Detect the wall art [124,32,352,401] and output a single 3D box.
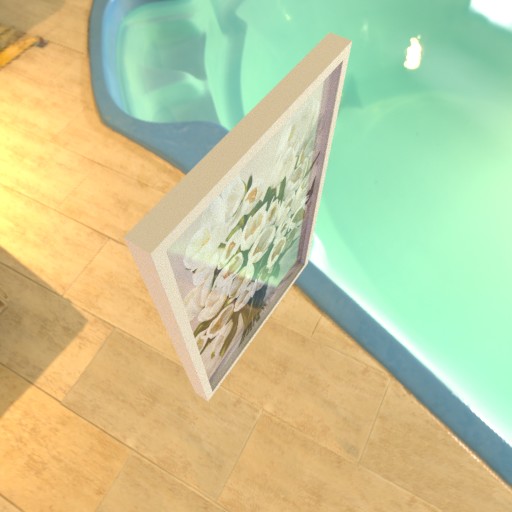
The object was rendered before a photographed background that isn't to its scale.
[{"bbox_3d":[0.000,0.000,0.553,0.025,0.428,0.293,30,64,17],"label":"wall art"}]
